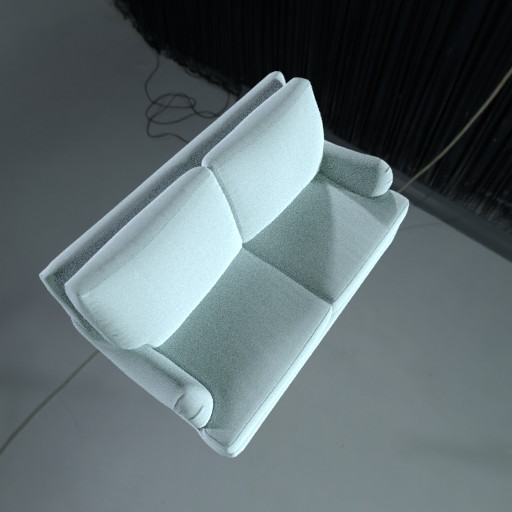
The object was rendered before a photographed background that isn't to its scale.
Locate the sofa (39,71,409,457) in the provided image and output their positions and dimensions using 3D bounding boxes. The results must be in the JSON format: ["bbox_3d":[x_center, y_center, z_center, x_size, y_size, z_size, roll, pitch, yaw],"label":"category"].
[{"bbox_3d":[0.000,0.000,2.514,1.084,1.101,1.853,33,64,18],"label":"sofa"}]
